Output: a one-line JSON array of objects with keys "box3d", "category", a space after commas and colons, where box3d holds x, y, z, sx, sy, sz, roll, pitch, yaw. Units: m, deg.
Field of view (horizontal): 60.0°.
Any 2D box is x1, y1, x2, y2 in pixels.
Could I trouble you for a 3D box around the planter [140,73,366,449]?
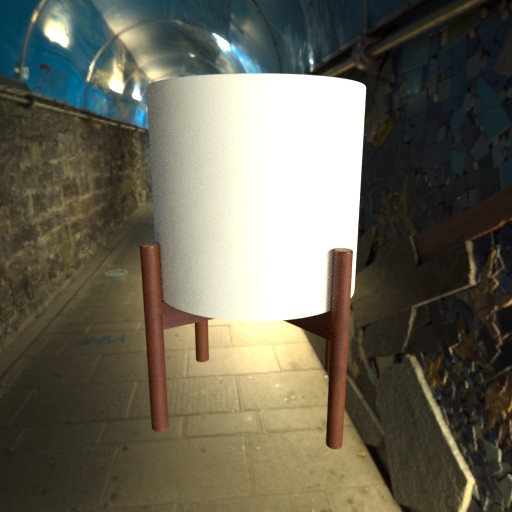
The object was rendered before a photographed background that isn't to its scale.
[{"box3d": [0.000, 0.000, 0.947, 0.417, 0.670, 0.417, 2, 14, 9], "category": "planter"}]
